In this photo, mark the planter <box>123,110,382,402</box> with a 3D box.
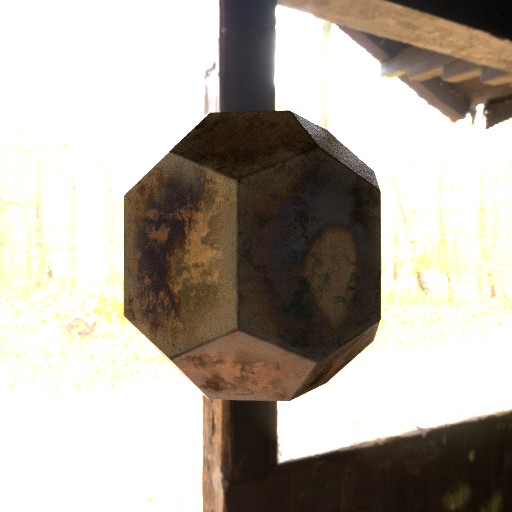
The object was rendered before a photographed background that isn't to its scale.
[{"bbox_3d":[0.000,0.000,0.421,0.243,0.238,0.221,0,-1,36],"label":"planter"}]
